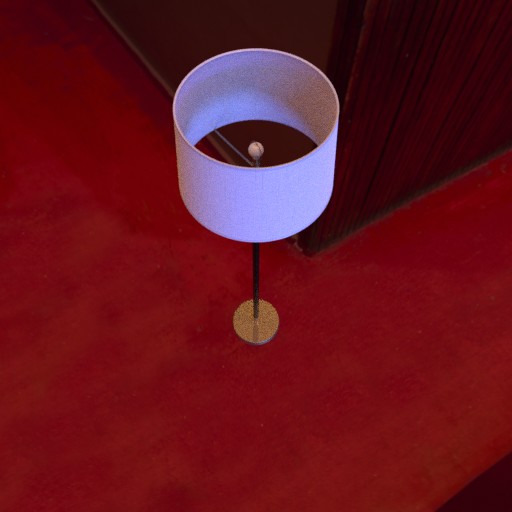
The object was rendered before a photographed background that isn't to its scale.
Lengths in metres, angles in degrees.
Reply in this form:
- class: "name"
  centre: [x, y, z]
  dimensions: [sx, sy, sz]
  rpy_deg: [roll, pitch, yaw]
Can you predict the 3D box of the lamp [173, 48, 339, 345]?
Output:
- class: "lamp"
  centre: [0.000, 0.000, 1.624]
  dimensions: [0.420, 1.447, 0.420]
  rpy_deg: [0, 62, 0]
